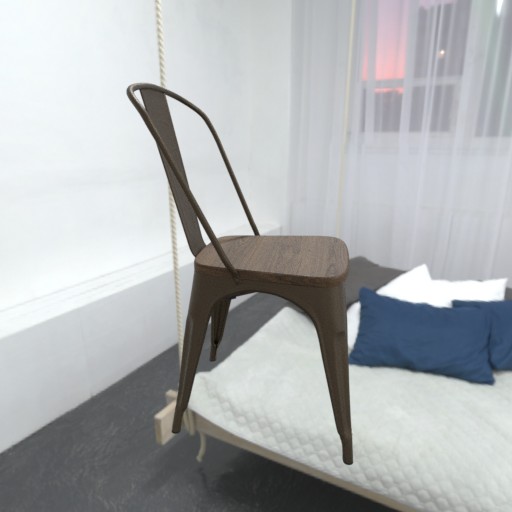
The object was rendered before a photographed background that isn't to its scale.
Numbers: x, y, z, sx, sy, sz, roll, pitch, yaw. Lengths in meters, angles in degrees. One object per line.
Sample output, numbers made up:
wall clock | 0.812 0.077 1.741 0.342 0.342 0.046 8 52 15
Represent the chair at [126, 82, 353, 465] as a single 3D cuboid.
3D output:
chair | 0.000 0.000 1.150 0.532 0.844 0.451 3 17 9
